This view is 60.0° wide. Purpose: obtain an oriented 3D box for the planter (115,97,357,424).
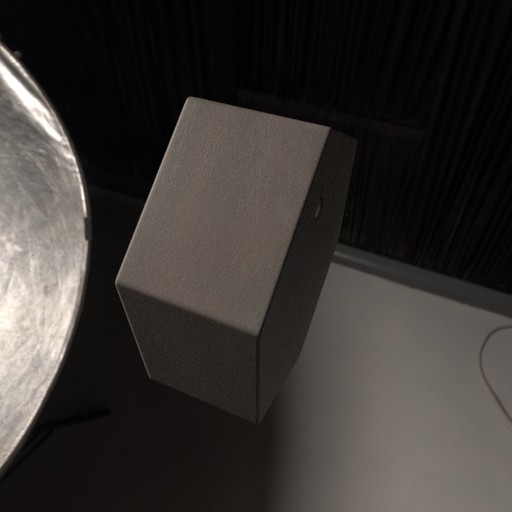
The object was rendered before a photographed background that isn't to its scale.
[{"bbox_3d":[0.000,0.000,0.292,0.077,0.206,0.169,18,50,16],"label":"planter"}]
